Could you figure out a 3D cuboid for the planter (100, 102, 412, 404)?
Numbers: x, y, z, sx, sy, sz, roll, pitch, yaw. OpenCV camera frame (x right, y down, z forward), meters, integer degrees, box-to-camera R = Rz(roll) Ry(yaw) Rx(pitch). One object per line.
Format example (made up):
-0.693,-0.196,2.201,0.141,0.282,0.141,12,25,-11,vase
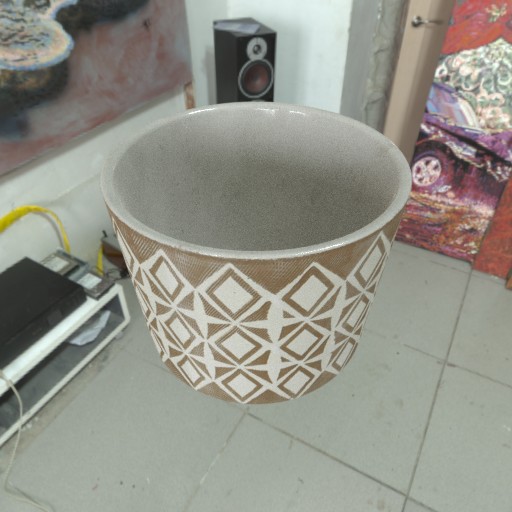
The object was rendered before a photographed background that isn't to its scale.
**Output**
0.000,0.000,0.453,0.260,0.220,0.260,0,40,0,planter
